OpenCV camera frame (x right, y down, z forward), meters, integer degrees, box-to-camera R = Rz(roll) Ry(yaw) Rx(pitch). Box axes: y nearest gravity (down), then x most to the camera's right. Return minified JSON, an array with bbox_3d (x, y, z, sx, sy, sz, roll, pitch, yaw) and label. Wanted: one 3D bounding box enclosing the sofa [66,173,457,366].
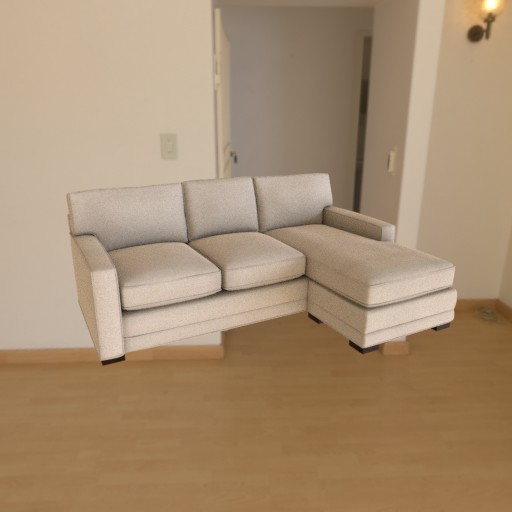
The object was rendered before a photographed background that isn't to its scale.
[{"bbox_3d":[0.000,0.000,2.876,2.087,0.861,1.496,-9,20,-27],"label":"sofa"}]
